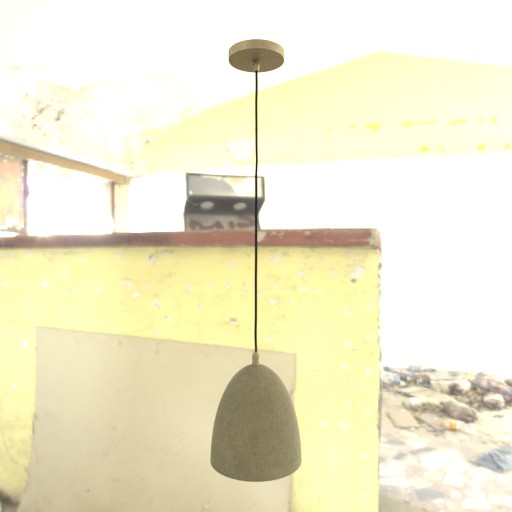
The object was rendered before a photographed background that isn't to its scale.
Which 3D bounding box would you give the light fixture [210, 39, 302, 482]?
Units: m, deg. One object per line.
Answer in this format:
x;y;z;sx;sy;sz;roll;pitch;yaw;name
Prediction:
0.000;0.000;0.829;0.170;0.759;0.170;0;0;37;light fixture
